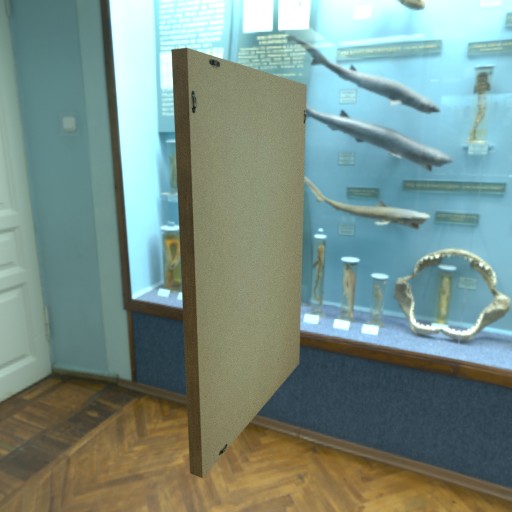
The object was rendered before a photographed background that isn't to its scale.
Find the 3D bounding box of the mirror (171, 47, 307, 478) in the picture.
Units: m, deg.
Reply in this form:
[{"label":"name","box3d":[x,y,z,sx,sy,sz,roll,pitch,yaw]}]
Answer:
[{"label":"mirror","box3d":[0.000,0.000,1.177,0.040,0.915,0.609,7,16,26]}]
